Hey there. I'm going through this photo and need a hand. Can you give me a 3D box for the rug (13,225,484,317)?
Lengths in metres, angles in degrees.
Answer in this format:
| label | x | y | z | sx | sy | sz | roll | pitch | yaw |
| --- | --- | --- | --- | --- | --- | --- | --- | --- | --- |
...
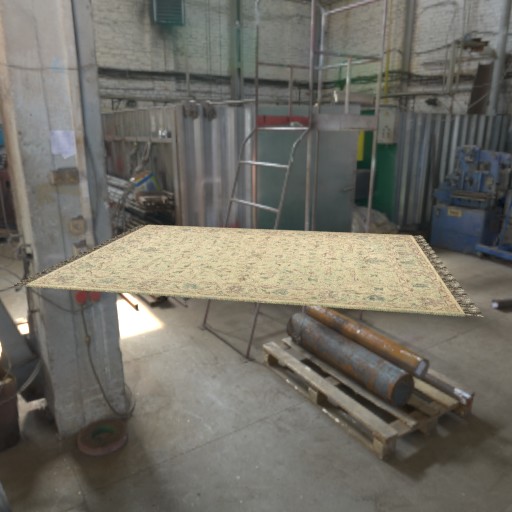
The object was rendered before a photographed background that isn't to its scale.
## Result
| label | x | y | z | sx | sy | sz | roll | pitch | yaw |
| --- | --- | --- | --- | --- | --- | --- | --- | --- | --- |
| rug | 0.000 | 0.000 | 2.237 | 1.802 | 0.008 | 1.247 | 3 | 16 | 10 |
